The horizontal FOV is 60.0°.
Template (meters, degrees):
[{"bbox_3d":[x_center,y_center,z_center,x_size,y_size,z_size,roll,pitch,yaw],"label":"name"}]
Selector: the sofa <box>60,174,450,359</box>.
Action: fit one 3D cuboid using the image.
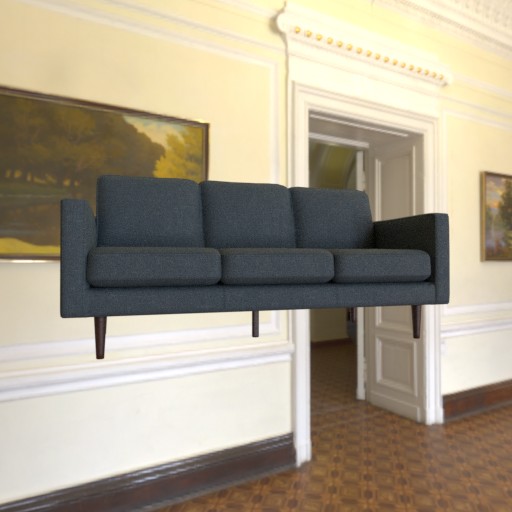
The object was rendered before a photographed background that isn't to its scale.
[{"bbox_3d":[0.000,0.000,2.576,2.013,0.945,0.935,0,-1,-18],"label":"sofa"}]
